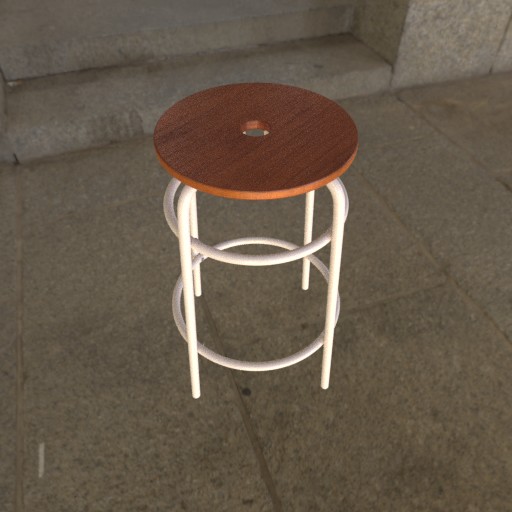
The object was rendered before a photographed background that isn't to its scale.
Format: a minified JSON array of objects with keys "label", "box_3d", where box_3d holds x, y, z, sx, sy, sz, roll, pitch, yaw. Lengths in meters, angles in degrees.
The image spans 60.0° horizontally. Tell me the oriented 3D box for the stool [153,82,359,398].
[{"label":"stool","box_3d":[0.000,0.000,0.950,0.455,0.610,0.455,32,54,27]}]
